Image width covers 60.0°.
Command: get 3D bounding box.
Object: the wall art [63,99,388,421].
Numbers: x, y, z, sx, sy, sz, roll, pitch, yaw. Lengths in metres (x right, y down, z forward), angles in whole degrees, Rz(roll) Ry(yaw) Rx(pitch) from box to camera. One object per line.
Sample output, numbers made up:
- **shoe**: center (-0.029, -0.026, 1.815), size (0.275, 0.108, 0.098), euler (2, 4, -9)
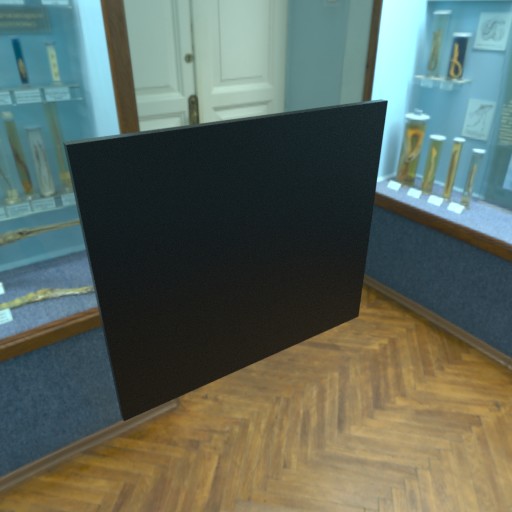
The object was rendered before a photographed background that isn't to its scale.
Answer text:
- **wall art**: center (0.000, 0.000, 0.543), size (0.383, 0.332, 0.012), euler (-17, 33, -28)
